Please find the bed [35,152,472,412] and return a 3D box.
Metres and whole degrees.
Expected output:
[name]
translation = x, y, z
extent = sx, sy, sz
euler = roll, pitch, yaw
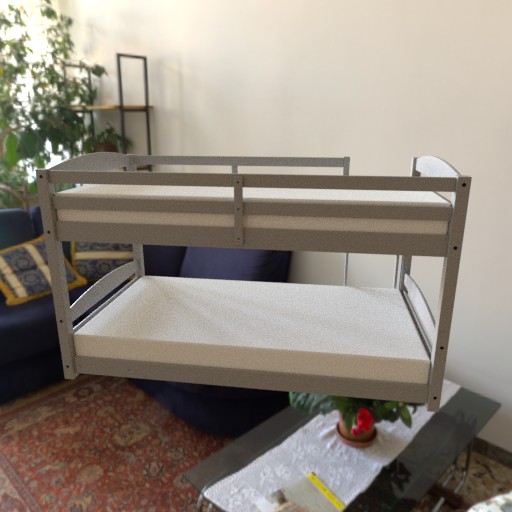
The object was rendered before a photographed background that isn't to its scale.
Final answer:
[bed]
translation = 0.000, 0.000, 2.696
extent = 2.013, 1.206, 1.105
euler = 3, 17, 8
